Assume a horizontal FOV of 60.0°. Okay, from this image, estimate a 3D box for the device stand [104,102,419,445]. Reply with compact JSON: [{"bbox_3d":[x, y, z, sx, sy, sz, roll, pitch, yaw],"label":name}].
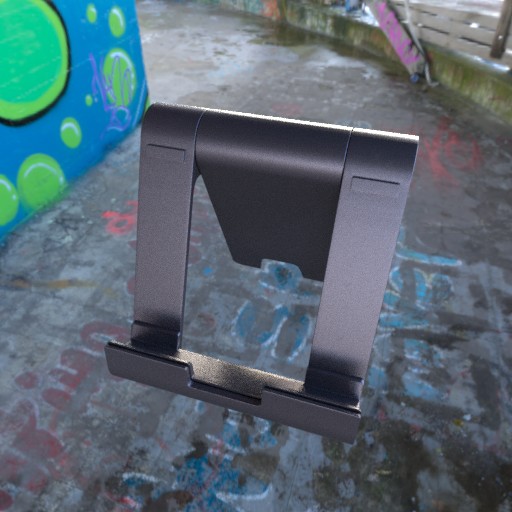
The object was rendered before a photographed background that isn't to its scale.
[{"bbox_3d":[0.000,0.000,0.154,0.088,0.084,0.079,12,43,13],"label":"device stand"}]
